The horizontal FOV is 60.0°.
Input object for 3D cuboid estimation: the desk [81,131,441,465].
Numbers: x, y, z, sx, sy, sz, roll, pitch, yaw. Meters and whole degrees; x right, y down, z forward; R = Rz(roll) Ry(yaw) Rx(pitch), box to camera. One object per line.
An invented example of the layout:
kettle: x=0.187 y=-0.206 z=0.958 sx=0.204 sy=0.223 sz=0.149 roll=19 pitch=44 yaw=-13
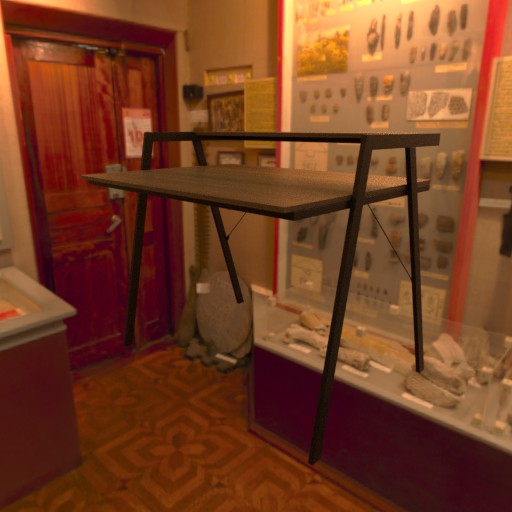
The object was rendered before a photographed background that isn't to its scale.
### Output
desk: x=0.000 y=0.000 z=1.862 sx=1.143 sy=0.998 sz=0.936 roll=15 pitch=22 yaw=42
